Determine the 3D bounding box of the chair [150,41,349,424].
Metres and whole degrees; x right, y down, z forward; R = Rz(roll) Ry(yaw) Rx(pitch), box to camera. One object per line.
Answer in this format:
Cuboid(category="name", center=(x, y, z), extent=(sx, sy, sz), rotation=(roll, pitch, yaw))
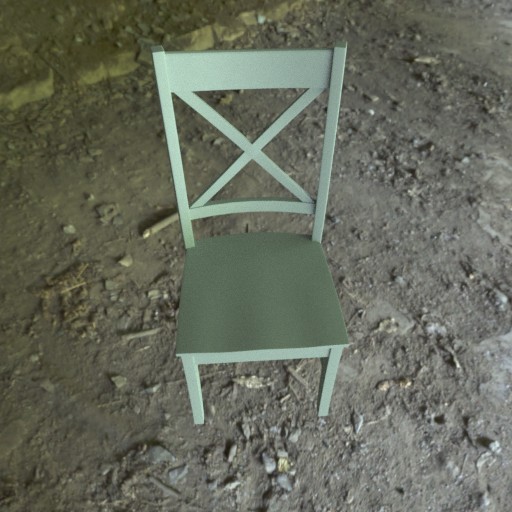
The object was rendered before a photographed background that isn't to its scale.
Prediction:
Cuboid(category="chair", center=(0.000, 0.000, 1.265), extent=(0.485, 0.983, 0.542), rotation=(-3, 46, -3))
